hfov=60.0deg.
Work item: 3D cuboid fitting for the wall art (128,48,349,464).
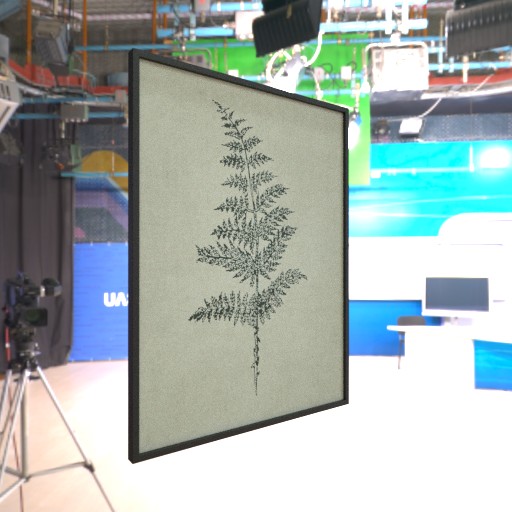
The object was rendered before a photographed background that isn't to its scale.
[{"bbox_3d":[0.000,0.000,1.385,0.802,1.070,0.036,0,0,-36],"label":"wall art"}]
